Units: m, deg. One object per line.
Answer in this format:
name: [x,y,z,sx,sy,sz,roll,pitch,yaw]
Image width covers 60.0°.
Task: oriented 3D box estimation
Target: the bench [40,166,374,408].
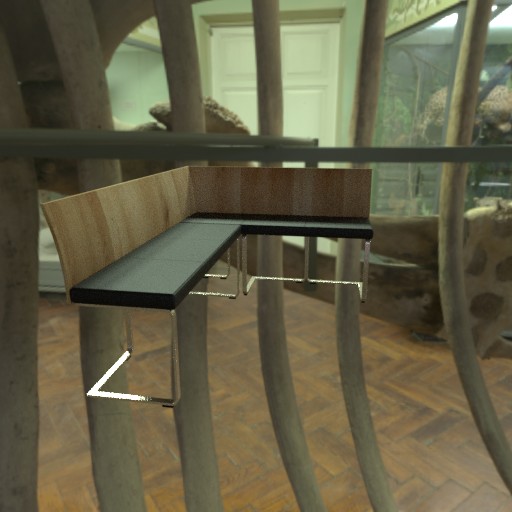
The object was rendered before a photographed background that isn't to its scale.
bench: [0.000,0.000,2.771,1.495,0.930,1.945,3,16,9]
